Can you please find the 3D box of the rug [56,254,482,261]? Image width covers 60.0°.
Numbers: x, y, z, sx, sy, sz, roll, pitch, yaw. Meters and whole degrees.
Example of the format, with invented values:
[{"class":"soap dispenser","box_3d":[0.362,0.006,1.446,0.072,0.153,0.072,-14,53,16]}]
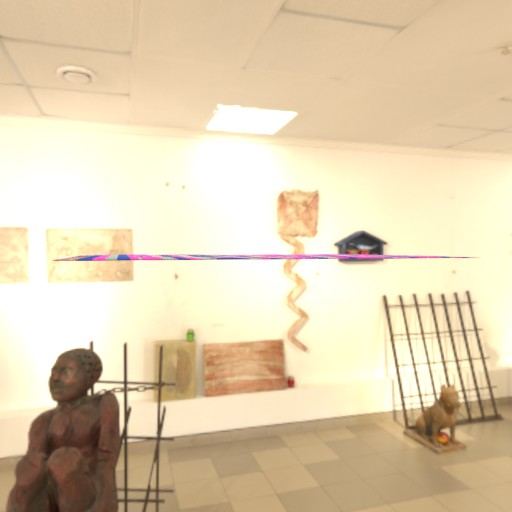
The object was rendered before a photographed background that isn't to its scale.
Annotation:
[{"class":"rug","box_3d":[0.000,0.000,3.006,2.350,0.013,1.539,0,1,-17]}]
